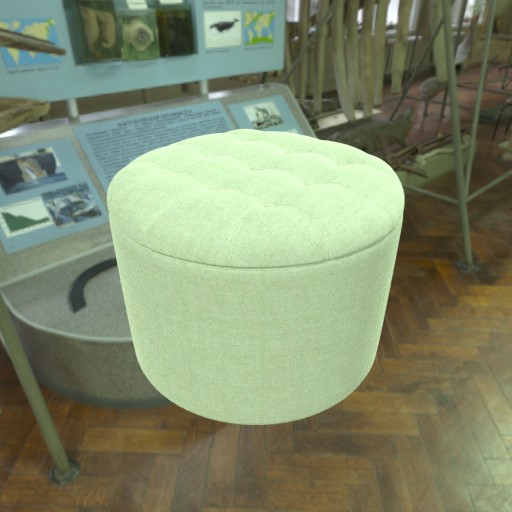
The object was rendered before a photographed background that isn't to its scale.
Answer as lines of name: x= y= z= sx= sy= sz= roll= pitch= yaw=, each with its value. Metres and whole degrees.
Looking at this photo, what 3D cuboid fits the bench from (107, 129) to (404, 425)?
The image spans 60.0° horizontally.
bench: x=0.000 y=0.000 z=1.012 sx=0.600 sy=0.453 sz=0.600 roll=0 pitch=32 yaw=0
